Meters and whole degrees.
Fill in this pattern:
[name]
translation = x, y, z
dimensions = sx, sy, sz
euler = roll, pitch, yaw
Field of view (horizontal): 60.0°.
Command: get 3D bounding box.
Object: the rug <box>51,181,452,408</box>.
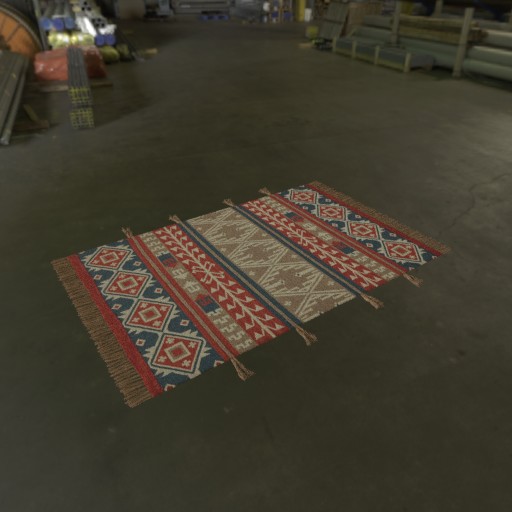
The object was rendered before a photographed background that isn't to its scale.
[rug]
translation = 0.000, 0.000, 3.124
dimensions = 2.450, 0.048, 1.778
euler = -21, 38, -28
